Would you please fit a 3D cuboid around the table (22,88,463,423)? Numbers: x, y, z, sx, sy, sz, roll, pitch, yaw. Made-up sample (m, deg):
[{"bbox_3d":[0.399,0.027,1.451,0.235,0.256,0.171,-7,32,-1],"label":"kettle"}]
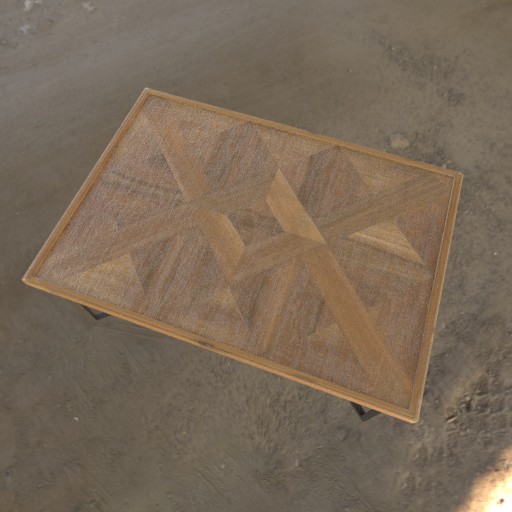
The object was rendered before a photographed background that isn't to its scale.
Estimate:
[{"bbox_3d":[0.000,0.000,1.687,1.238,0.492,0.877,18,65,9],"label":"table"}]
